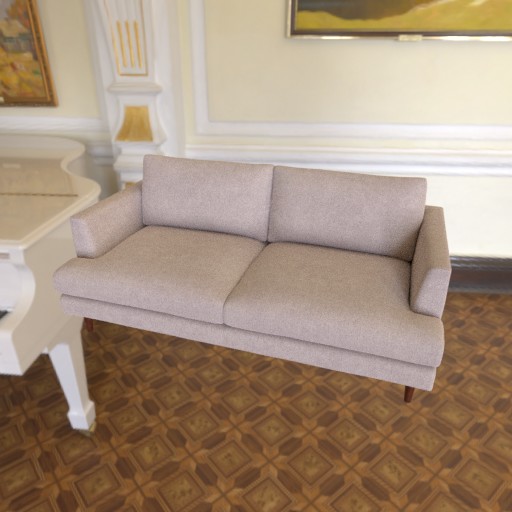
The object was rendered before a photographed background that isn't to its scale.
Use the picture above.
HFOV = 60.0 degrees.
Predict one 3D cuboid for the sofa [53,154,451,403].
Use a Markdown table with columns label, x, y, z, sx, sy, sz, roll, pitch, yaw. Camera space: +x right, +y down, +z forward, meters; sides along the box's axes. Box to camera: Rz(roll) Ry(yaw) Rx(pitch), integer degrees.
| label | x | y | z | sx | sy | sz | roll | pitch | yaw |
| --- | --- | --- | --- | --- | --- | --- | --- | --- | --- |
| sofa | 0.000 | 0.000 | 2.478 | 1.948 | 0.868 | 1.020 | 8 | 28 | 16 |
